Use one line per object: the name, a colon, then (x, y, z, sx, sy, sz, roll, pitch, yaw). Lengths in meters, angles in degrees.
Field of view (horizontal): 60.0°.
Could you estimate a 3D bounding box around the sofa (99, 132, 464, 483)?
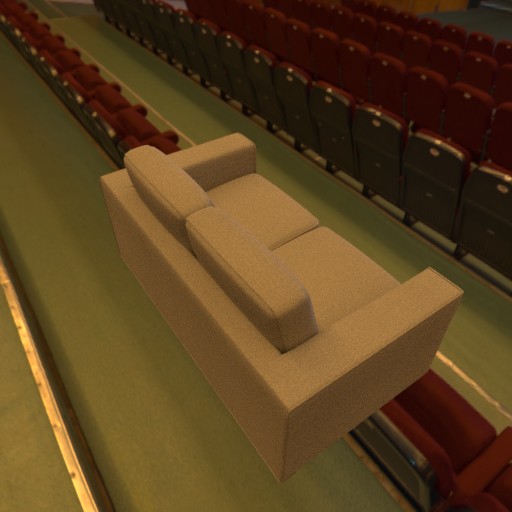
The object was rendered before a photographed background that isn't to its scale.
sofa: (0.000, 0.000, 2.413, 1.007, 0.924, 1.812, -25, 48, -25)
